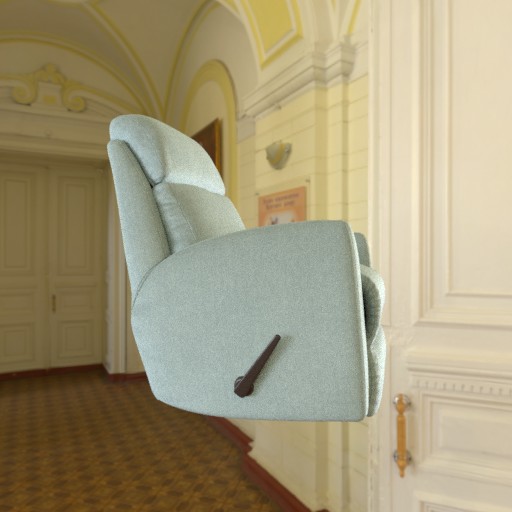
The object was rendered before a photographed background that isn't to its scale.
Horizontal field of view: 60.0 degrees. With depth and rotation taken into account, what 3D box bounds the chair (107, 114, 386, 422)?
[{"bbox_3d":[0.000,0.000,1.680,0.940,1.013,0.812,0,0,17],"label":"chair"}]
